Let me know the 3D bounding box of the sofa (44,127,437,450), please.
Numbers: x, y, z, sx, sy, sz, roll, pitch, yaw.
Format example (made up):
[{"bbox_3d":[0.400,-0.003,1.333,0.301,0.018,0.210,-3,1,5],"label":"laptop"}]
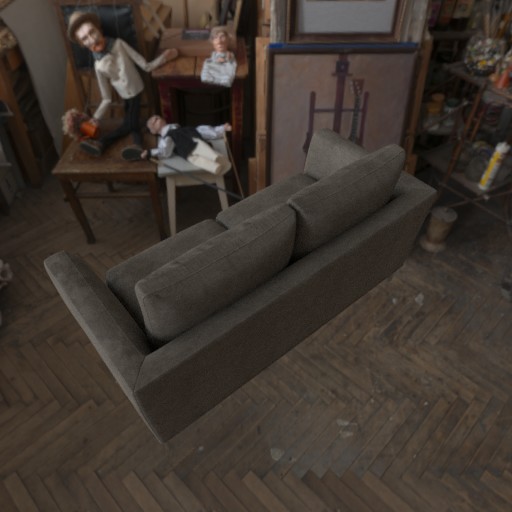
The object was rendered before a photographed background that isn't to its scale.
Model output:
[{"bbox_3d":[0.000,0.000,2.352,1.832,1.013,0.855,-31,54,-26],"label":"sofa"}]
